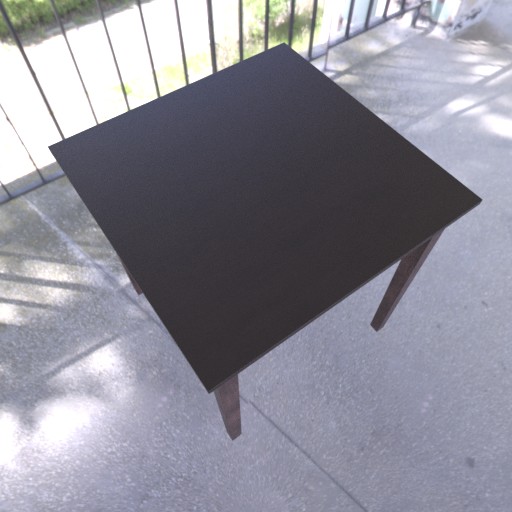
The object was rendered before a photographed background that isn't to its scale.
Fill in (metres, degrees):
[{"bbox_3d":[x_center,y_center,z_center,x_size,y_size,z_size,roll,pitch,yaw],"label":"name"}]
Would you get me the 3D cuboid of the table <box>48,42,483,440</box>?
[{"bbox_3d":[0.000,0.000,1.393,0.749,0.770,0.749,-31,63,-18],"label":"table"}]
